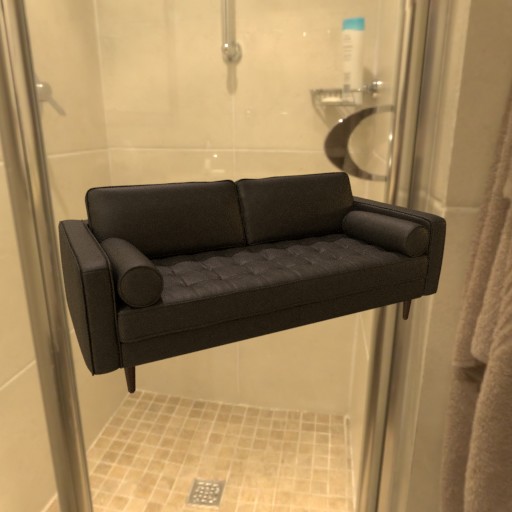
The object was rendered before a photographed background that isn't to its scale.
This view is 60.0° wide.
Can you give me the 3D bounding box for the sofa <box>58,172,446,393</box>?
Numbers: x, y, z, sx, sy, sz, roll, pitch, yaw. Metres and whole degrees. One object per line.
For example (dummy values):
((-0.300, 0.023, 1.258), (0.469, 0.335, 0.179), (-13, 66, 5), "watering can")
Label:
((0.000, 0.000, 2.373), (1.879, 0.770, 0.921), (-9, 19, -26), "sofa")
